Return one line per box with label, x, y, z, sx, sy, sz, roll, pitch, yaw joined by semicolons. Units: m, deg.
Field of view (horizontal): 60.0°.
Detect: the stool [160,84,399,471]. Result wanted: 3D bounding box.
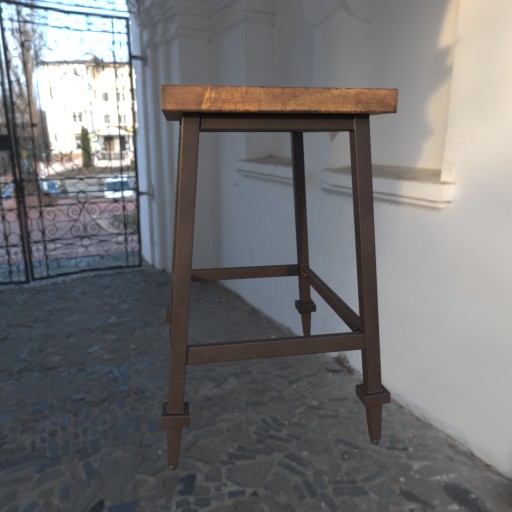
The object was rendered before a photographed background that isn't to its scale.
stool;0.000;0.000;0.933;0.405;0.625;0.486;-3;16;-10
